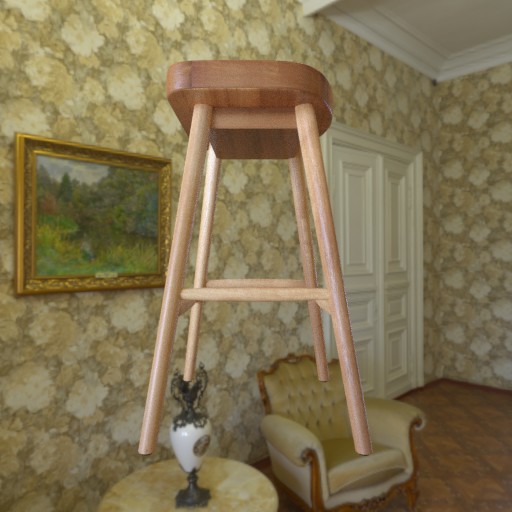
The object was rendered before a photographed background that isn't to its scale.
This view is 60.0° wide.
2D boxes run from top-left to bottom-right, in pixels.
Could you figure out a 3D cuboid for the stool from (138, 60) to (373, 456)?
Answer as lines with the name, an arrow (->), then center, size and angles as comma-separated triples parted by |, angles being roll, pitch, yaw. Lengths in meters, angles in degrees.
stool -> 0.000, 0.000, 0.894 | 0.361, 0.615, 0.440 | 0, -1, 0
